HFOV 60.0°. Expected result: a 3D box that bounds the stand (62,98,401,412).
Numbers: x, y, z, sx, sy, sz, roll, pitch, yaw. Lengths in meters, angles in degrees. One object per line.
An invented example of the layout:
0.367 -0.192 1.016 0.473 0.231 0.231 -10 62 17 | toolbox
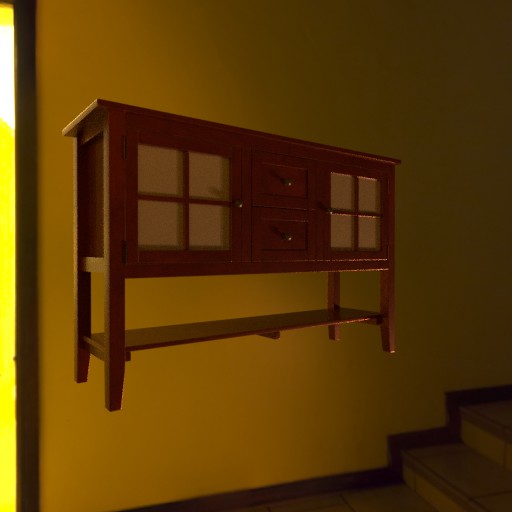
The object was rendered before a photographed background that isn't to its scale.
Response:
0.000 0.000 1.774 1.362 0.872 0.410 0 1 -36 | stand
